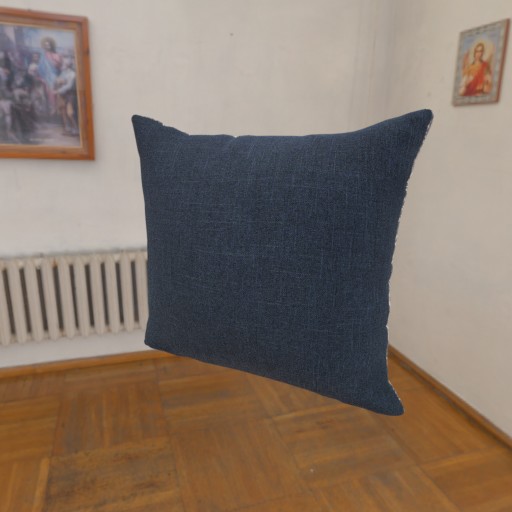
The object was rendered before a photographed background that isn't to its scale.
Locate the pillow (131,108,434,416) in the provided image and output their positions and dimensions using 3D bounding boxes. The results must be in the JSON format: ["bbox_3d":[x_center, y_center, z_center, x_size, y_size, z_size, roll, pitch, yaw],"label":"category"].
[{"bbox_3d":[0.000,0.000,0.784,0.546,0.487,0.180,8,17,26],"label":"pillow"}]
